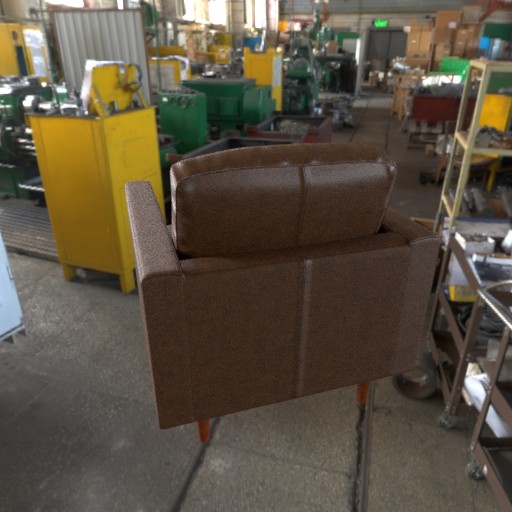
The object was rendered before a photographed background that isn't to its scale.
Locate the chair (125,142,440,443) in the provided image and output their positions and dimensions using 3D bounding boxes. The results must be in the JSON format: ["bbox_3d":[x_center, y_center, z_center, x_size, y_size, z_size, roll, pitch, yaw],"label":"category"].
[{"bbox_3d":[0.000,0.000,1.694,0.890,0.956,0.909,-8,27,-16],"label":"chair"}]
